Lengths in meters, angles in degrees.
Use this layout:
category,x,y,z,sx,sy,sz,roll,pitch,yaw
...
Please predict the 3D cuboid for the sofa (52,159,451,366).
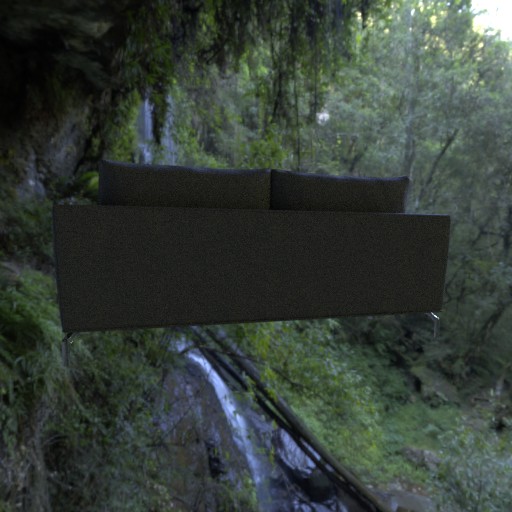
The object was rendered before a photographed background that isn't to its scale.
category,x,y,z,sx,sy,sz,roll,pitch,yaw
sofa,0.000,0.000,2.733,2.212,1.002,0.869,0,1,-18
